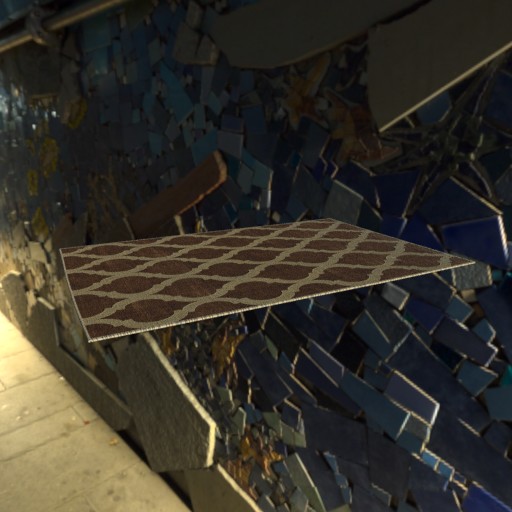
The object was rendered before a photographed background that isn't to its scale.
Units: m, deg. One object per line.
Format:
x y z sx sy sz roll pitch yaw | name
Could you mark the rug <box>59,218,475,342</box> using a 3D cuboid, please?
0.000 0.000 2.882 2.284 0.008 1.522 -8 18 -26 | rug
